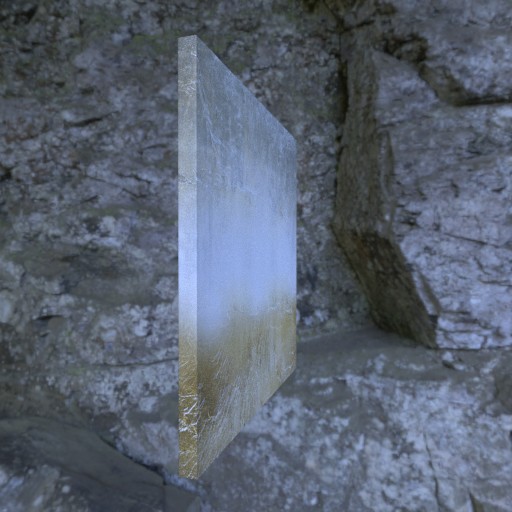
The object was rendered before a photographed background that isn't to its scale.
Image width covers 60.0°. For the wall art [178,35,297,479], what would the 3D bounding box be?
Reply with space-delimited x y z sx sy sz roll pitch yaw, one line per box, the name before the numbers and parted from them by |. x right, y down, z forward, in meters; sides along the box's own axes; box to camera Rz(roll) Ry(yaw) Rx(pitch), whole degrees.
wall art | 0.000 0.000 1.614 0.051 1.091 1.092 0 1 18
